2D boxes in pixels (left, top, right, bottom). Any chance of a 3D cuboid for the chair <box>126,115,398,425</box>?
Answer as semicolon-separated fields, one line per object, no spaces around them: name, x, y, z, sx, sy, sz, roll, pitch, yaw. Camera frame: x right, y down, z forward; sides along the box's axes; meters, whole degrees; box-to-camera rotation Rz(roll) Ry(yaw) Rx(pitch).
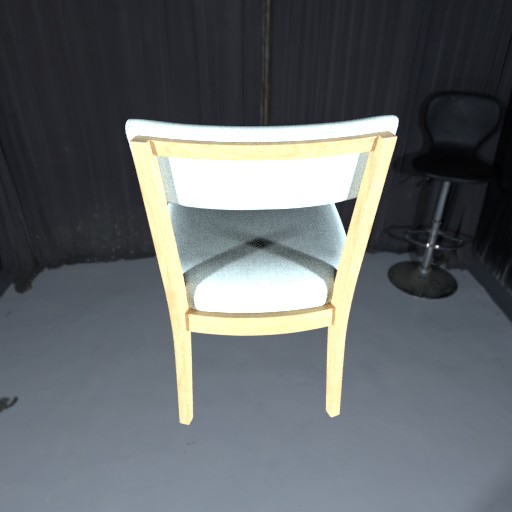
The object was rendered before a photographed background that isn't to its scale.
chair;0.000;0.000;1.175;0.508;0.832;0.572;-2;31;-3
